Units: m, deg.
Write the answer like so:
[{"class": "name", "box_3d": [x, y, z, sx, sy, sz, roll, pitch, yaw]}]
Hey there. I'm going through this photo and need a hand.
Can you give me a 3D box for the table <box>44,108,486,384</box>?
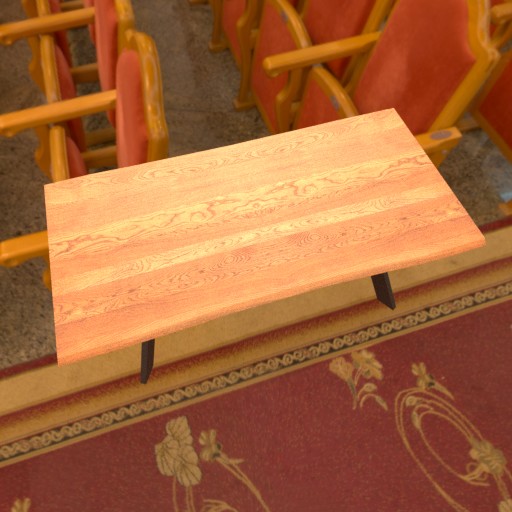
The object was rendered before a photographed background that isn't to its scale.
[{"class": "table", "box_3d": [0.000, 0.000, 2.292, 1.800, 0.770, 0.900, -15, 59, -9]}]
